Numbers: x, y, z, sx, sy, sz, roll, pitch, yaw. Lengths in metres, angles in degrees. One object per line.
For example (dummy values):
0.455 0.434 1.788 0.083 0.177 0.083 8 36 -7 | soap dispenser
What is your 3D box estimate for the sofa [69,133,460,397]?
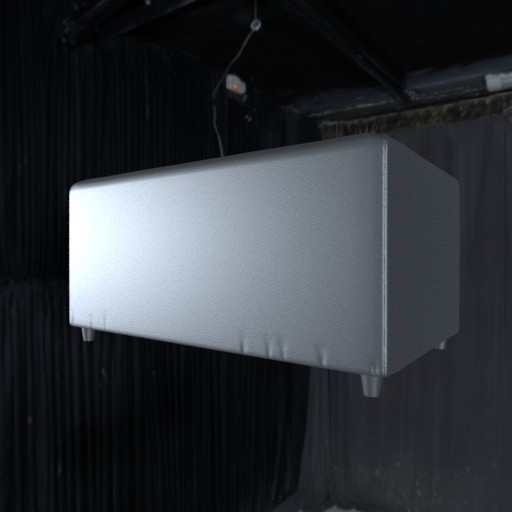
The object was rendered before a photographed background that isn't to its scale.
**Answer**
0.000 0.000 1.846 1.410 0.735 0.845 0 0 36 | sofa
